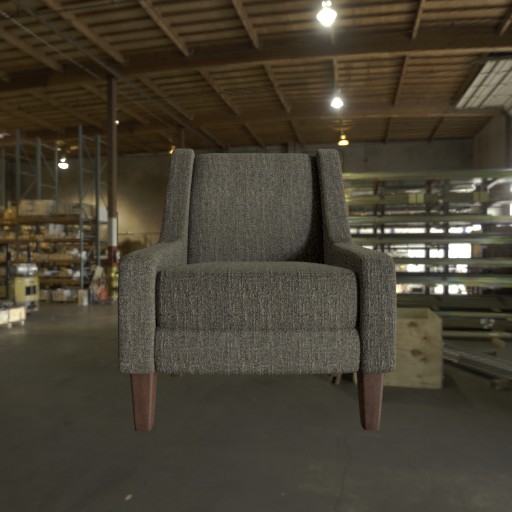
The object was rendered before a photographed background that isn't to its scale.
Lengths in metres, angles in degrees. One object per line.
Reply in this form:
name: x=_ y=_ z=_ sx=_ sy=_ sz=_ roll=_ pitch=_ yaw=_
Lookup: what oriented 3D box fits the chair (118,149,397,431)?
chair: x=0.000 y=0.000 z=1.693 sx=0.793 sy=1.012 sz=0.944 roll=0 pitch=0 yaw=-1
